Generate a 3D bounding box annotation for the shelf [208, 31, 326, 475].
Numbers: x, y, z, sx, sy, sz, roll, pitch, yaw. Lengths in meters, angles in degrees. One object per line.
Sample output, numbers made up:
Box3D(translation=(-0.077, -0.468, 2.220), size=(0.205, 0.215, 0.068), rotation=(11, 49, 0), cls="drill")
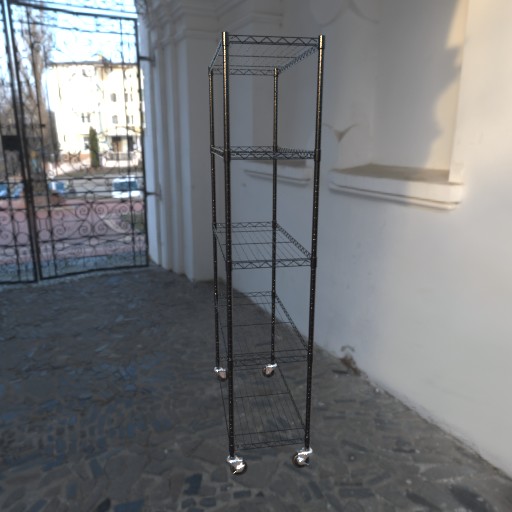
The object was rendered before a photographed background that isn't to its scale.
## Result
Box3D(translation=(0.000, 0.000, 1.958), size=(0.356, 1.645, 0.762), rotation=(-2, 15, -9), cls="shelf")
